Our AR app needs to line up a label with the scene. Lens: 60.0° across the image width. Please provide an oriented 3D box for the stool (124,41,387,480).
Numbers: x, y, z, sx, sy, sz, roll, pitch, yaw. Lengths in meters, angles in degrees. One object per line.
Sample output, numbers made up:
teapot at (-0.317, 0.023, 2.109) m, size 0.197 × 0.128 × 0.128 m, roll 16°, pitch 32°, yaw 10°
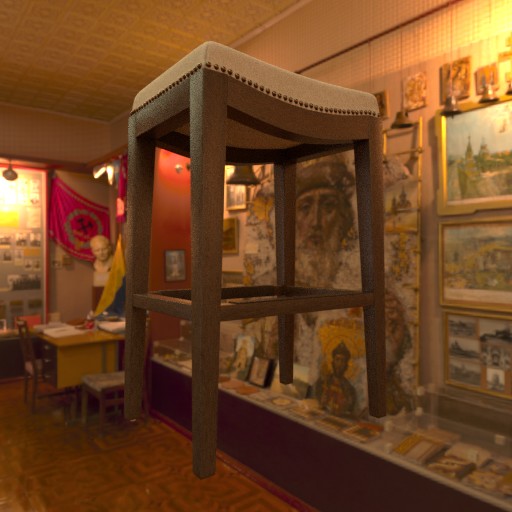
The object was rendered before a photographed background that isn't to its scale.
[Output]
stool at (0.000, 0.000, 1.031) m, size 0.498 × 0.759 × 0.358 m, roll 0°, pitch 0°, yaw -37°
